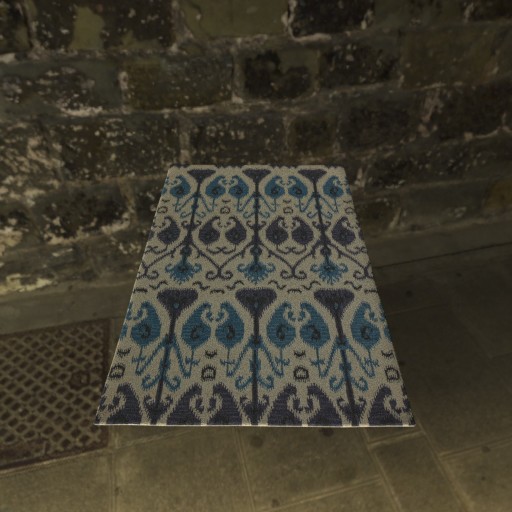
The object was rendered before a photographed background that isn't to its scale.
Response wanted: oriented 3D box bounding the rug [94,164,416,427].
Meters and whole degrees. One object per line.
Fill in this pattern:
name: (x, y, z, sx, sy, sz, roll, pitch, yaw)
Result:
rug: (0.000, 0.000, 2.101, 1.072, 0.013, 1.698, 0, 42, 0)
